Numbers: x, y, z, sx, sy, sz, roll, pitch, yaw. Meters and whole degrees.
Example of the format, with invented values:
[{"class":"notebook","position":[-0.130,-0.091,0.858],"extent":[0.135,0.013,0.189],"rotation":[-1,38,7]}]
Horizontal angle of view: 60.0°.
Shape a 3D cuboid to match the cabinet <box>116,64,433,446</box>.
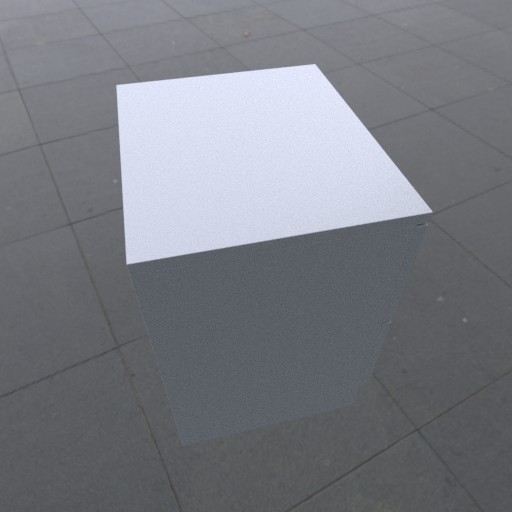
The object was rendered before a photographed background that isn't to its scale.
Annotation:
[{"class":"cabinet","position":[0.000,0.000,0.770],"extent":[0.360,0.470,0.400],"rotation":[-10,47,-9]}]
